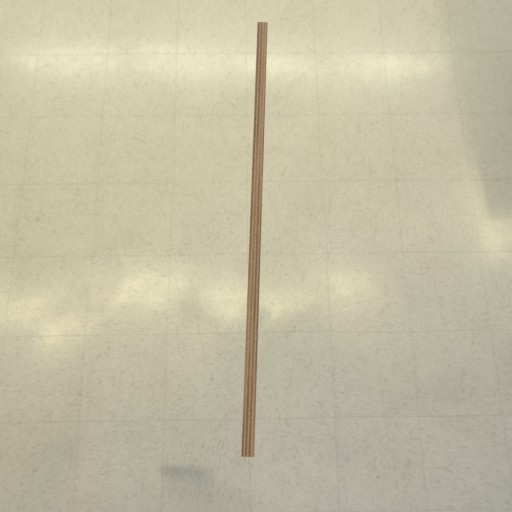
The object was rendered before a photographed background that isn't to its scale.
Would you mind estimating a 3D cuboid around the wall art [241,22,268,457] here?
[{"bbox_3d":[0.000,0.000,0.695,0.013,0.406,0.508,2,76,0],"label":"wall art"}]
